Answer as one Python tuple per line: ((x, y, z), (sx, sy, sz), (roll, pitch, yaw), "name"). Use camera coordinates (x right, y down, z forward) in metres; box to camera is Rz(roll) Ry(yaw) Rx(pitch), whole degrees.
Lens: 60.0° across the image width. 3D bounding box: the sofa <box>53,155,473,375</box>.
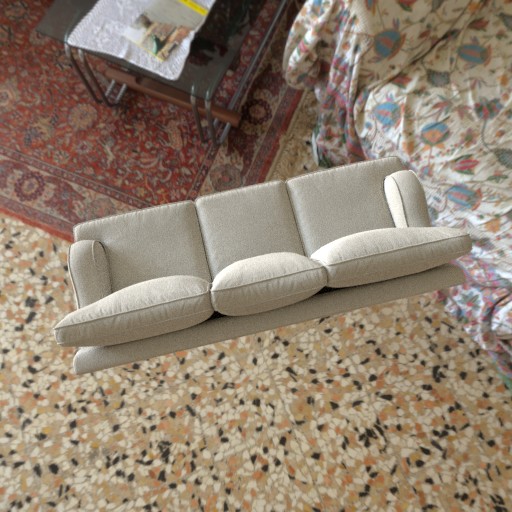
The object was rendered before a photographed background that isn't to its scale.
((0.000, 0.000, 2.890), (2.323, 0.991, 1.016), (-13, 75, -3), "sofa")
